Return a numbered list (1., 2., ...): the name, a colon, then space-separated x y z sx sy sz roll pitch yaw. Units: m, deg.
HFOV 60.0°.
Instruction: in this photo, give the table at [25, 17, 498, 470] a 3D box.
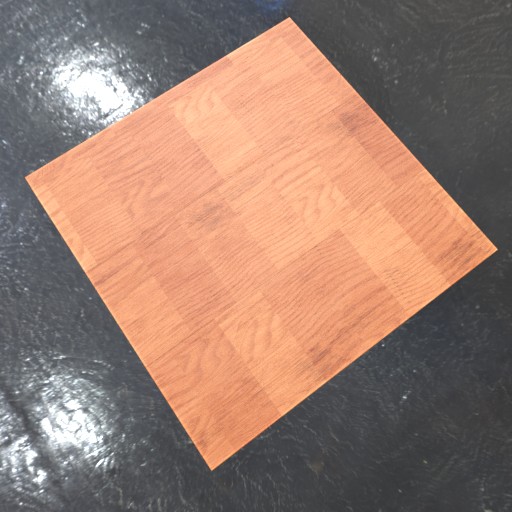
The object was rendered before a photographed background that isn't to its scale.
1. table: 0.000 0.000 1.332 0.747 0.738 0.747 -35 78 -9
